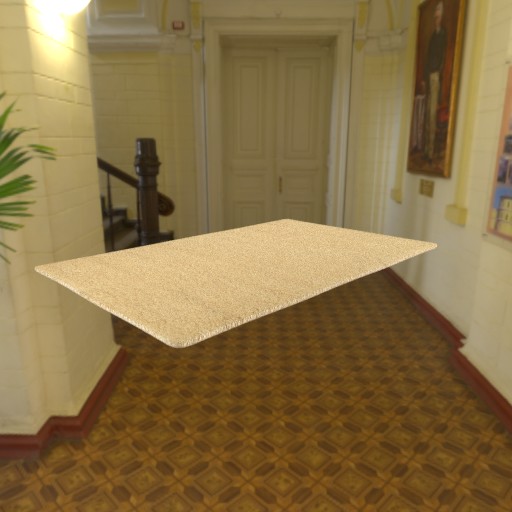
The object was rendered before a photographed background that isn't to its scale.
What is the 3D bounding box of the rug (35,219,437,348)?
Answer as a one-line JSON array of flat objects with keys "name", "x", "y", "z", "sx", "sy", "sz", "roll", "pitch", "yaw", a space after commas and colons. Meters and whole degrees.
[{"name": "rug", "x": 0.000, "y": 0.000, "z": 2.998, "sx": 1.500, "sy": 0.026, "sz": 2.349, "roll": 14, "pitch": 21, "yaw": 43}]
